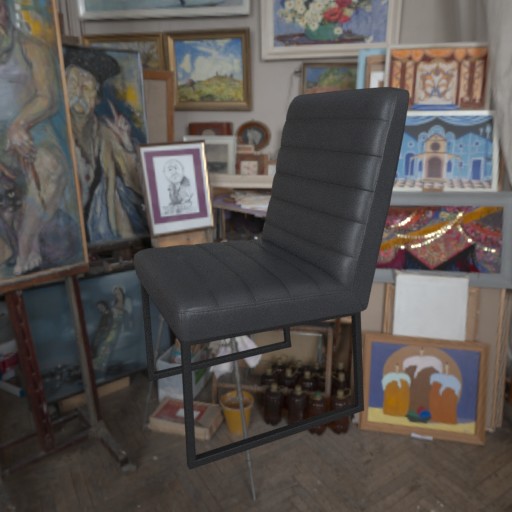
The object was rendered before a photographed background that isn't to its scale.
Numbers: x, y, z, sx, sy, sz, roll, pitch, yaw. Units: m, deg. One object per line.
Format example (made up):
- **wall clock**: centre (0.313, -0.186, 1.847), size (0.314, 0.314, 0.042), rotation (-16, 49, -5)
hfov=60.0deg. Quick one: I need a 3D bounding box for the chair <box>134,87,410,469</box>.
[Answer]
- **chair**: centre (0.000, 0.000, 1.312), size (0.634, 0.930, 0.520), rotation (-8, 19, -24)
